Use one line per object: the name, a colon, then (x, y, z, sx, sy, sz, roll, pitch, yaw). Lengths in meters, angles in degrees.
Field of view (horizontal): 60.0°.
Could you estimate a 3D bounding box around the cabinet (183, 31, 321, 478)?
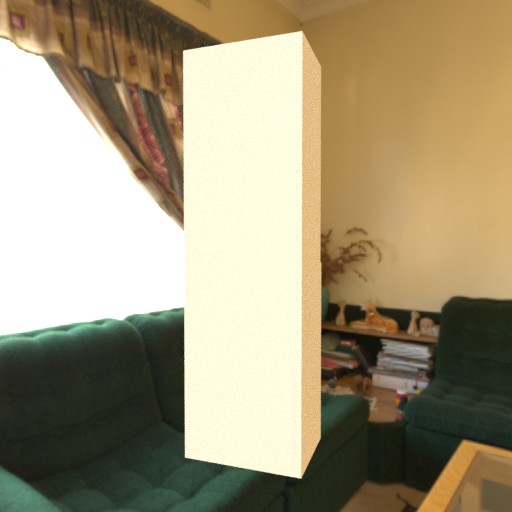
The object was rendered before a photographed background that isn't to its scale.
cabinet: (0.000, 0.000, 1.544, 0.400, 1.350, 0.300, 1, 2, 20)
